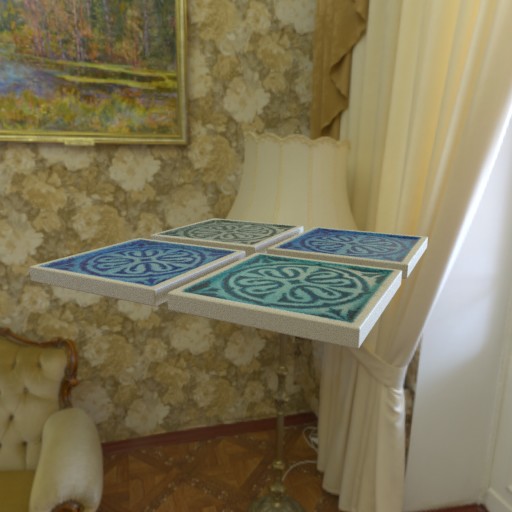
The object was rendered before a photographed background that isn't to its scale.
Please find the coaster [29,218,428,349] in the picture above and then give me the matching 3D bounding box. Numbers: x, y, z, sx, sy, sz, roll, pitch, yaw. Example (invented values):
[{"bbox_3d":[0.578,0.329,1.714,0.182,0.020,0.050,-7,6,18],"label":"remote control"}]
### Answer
[{"bbox_3d":[0.000,0.000,0.330,0.214,0.010,0.219,7,16,27],"label":"coaster"}]
